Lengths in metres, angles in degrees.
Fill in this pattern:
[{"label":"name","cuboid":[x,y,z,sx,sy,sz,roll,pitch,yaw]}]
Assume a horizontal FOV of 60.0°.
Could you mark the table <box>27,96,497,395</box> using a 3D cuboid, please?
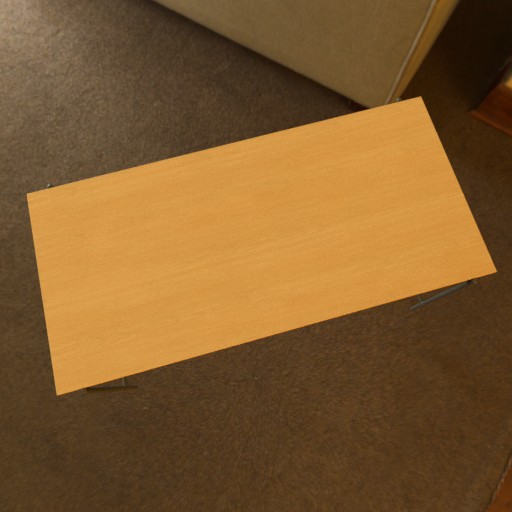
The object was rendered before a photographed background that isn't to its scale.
[{"label":"table","cuboid":[0.000,0.000,2.215,1.800,0.758,0.900,-15,75,-4]}]
